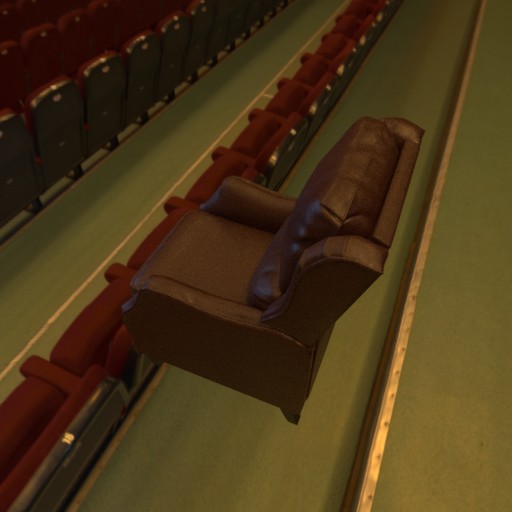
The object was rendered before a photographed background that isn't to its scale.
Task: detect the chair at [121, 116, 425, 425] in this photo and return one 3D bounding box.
[{"bbox_3d":[0.000,0.000,1.798,0.982,1.132,0.770,17,49,15],"label":"chair"}]
